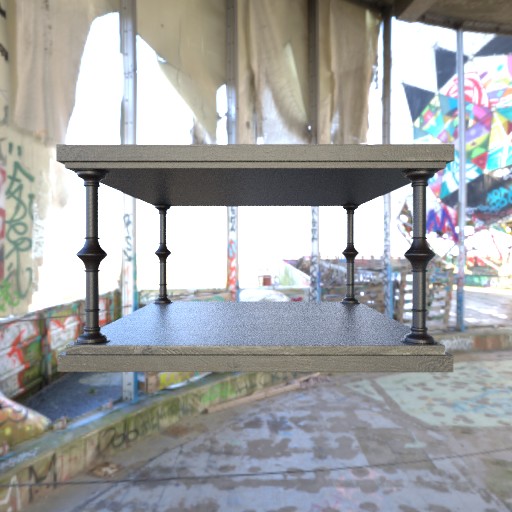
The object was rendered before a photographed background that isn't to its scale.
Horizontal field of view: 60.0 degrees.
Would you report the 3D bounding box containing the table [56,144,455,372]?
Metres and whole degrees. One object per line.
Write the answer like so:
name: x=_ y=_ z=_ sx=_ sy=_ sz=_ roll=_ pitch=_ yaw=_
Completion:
table: x=0.000 y=0.000 z=1.125 sx=0.696 sy=0.400 sz=0.696 roll=0 pitch=1 yaw=0
